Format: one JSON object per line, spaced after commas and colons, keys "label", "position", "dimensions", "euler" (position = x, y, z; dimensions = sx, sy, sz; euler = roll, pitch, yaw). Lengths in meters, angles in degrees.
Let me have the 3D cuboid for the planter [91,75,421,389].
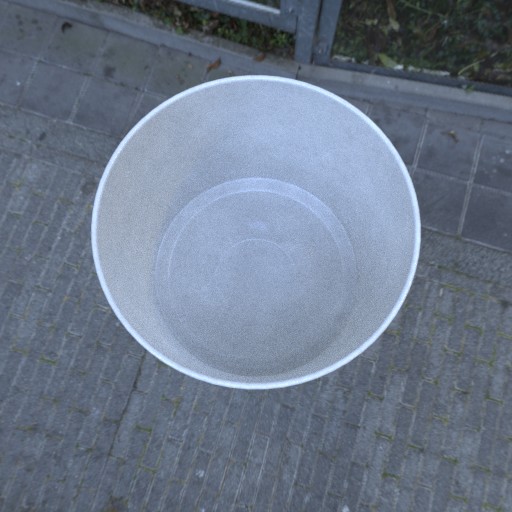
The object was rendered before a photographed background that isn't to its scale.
{"label": "planter", "position": [0.000, 0.000, 0.452], "dimensions": [0.250, 0.239, 0.250], "euler": [0, 76, 0]}
